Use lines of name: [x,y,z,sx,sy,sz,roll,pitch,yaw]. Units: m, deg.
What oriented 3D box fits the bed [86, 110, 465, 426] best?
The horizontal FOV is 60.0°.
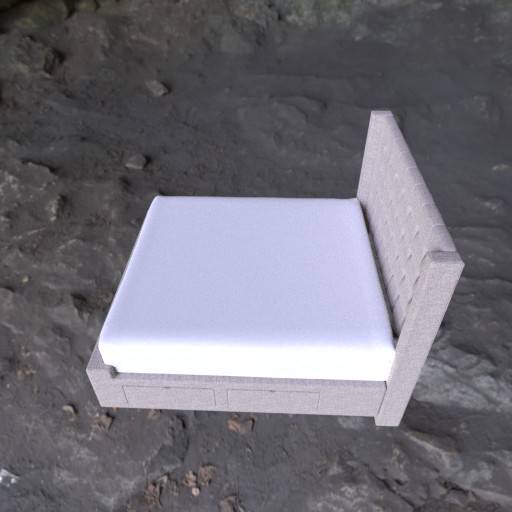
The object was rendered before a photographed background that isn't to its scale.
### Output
bed: [0.000,0.000,3.750,2.372,1.748,2.044,1,41,2]
